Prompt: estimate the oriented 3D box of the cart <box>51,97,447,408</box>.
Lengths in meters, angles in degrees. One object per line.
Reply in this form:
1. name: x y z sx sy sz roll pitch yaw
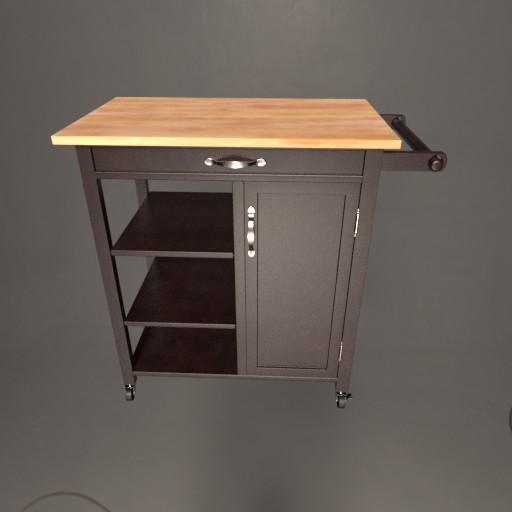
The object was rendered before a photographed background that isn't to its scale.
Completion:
1. cart: 0.000 0.000 1.414 0.914 0.878 0.472 1 30 2
